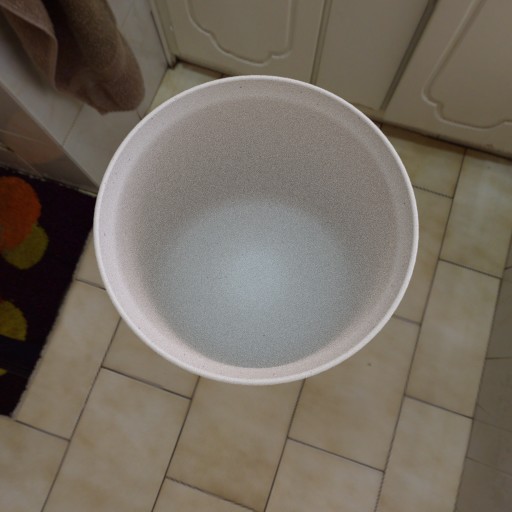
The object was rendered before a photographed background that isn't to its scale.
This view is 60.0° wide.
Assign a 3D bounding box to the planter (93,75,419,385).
[{"bbox_3d":[0.000,0.000,0.492,0.268,0.270,0.268,0,76,0],"label":"planter"}]
